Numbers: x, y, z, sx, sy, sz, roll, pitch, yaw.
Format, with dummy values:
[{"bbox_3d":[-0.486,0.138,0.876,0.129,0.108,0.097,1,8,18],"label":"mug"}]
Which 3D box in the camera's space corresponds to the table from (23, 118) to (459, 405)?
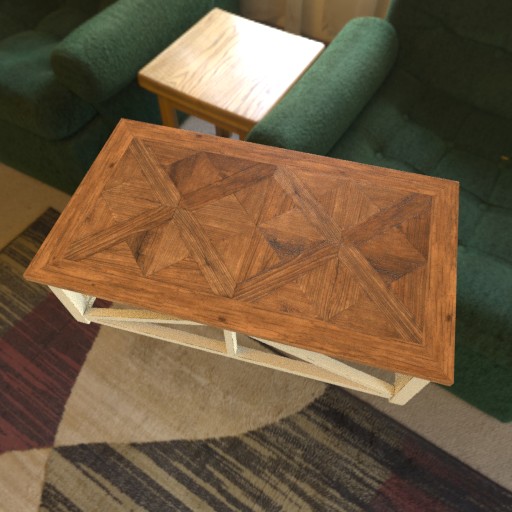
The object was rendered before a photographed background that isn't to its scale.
[{"bbox_3d":[0.000,0.000,1.762,1.400,0.410,0.800,13,59,8],"label":"table"}]
